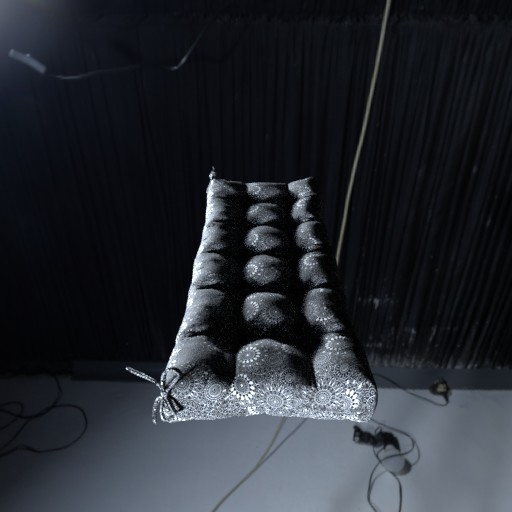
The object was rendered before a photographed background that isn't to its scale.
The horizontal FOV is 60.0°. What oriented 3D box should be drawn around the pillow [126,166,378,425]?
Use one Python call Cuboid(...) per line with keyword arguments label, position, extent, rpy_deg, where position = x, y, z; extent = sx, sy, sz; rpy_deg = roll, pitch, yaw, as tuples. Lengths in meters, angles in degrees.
Cuboid(label="pillow", position=(0.000, 0.000, 1.364), extent=(0.511, 0.174, 1.194), rpy_deg=(0, 32, 0))
